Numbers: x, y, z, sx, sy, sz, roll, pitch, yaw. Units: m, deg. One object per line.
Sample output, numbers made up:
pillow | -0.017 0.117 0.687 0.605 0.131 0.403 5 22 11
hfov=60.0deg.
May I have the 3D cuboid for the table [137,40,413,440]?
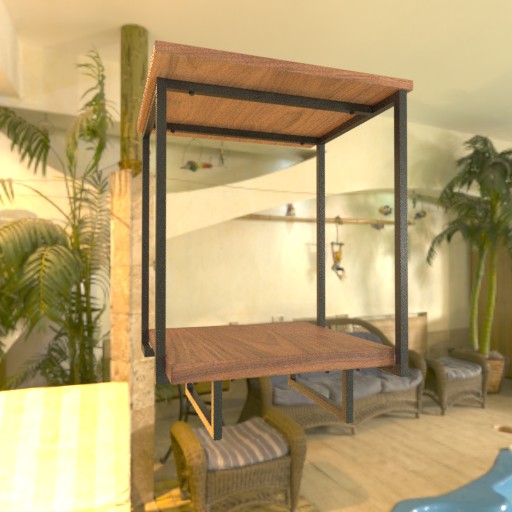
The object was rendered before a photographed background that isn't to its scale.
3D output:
table | 0.000 0.000 0.831 0.411 0.567 0.384 0 -1 -18
